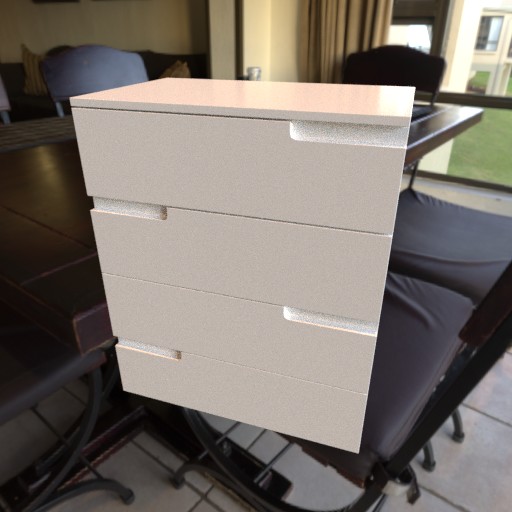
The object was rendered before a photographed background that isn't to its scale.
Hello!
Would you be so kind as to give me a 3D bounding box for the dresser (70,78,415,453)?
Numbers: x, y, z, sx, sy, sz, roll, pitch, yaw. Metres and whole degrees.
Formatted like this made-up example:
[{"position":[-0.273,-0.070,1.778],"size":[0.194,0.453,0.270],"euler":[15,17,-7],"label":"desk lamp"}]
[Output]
[{"position":[0.000,0.000,1.143],"size":[0.650,0.800,0.400],"euler":[9,29,16],"label":"dresser"}]
